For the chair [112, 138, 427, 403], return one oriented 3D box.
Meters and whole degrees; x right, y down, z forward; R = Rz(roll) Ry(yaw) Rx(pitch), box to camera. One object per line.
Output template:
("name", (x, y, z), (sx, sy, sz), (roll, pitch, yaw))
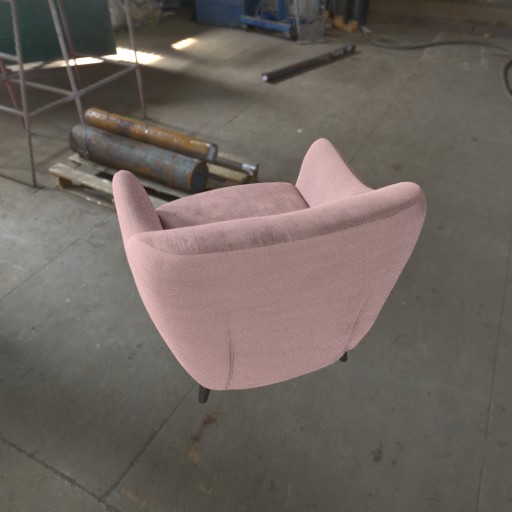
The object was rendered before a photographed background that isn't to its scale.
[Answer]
("chair", (0.000, 0.000, 1.521), (0.840, 0.820, 0.820), (-12, 43, -14))
